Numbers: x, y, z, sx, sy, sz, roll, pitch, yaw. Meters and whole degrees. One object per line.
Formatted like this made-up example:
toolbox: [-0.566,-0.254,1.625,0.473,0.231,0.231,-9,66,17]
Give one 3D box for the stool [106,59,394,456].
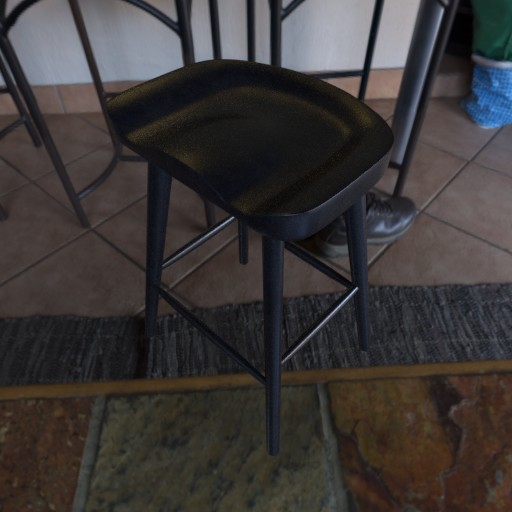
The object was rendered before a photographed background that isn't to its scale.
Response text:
stool: [0.000,0.000,0.875,0.440,0.615,0.361,35,56,28]
